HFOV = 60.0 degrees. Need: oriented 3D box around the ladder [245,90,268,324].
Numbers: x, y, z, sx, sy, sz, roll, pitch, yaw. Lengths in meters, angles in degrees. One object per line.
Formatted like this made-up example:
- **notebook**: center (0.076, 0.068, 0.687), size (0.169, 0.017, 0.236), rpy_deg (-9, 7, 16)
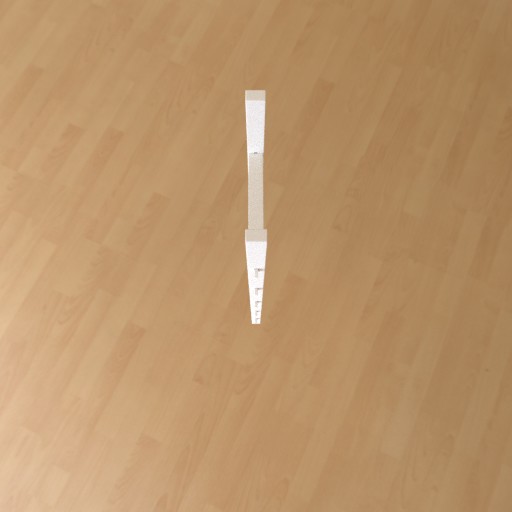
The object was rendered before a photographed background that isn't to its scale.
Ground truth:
- **ladder**: center (0.000, 0.000, 1.946), size (0.051, 1.797, 0.452), rpy_deg (0, 75, 0)
